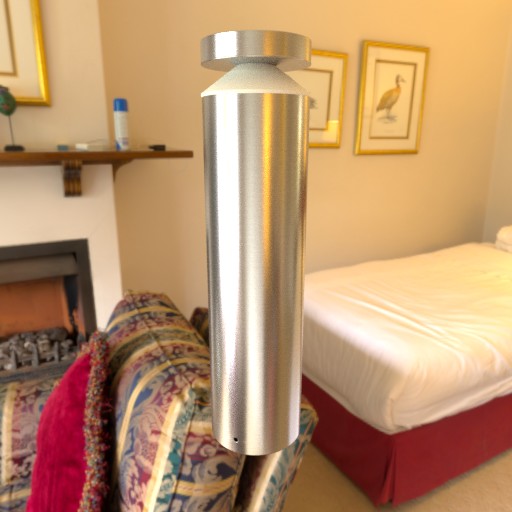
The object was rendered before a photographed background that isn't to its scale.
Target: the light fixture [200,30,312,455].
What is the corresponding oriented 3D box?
[{"bbox_3d":[0.000,0.000,0.453,0.102,0.400,0.102,7,17,24],"label":"light fixture"}]
